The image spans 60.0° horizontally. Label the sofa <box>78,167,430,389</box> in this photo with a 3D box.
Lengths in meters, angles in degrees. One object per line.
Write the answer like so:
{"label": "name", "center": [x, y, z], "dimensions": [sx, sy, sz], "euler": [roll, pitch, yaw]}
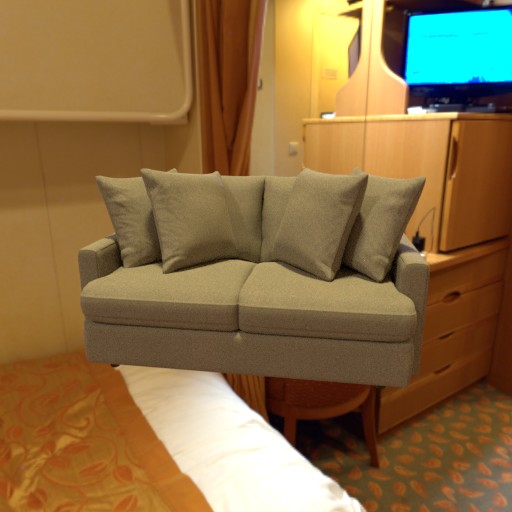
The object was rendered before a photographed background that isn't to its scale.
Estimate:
{"label": "sofa", "center": [0.000, 0.000, 2.751], "dimensions": [1.869, 1.080, 1.228], "euler": [2, 16, 8]}
